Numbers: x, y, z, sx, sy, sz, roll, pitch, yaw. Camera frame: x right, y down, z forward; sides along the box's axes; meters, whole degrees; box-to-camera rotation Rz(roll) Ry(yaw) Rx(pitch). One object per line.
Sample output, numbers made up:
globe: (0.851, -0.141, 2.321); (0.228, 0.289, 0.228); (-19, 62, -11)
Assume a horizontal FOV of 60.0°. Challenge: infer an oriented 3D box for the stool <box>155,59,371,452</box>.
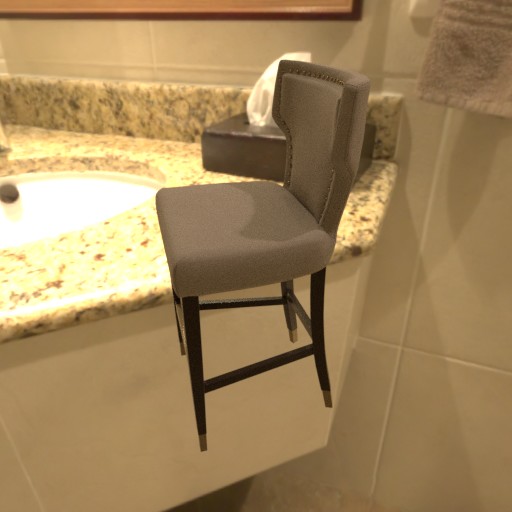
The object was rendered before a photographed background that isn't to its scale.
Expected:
stool: (0.000, 0.000, 1.401); (0.563, 1.092, 0.526); (-8, 31, -14)
